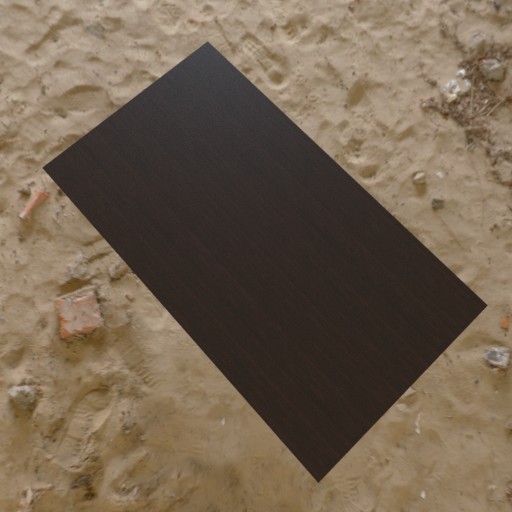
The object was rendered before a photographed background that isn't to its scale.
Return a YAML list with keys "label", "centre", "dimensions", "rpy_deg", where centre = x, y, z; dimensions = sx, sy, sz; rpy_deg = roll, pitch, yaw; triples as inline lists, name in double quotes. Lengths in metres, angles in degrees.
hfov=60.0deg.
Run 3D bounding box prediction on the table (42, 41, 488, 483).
- label: "table"
  centre: [0.000, 0.000, 1.362]
  dimensions: [0.590, 0.460, 1.050]
  rpy_deg: [-42, 79, -10]
